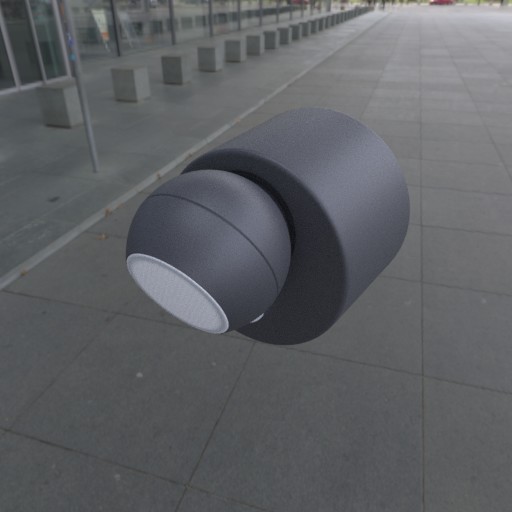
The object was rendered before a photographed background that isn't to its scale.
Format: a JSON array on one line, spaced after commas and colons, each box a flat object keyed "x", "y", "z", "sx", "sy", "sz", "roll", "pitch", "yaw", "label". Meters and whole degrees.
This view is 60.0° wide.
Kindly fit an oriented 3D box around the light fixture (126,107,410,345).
[{"x": 0.000, "y": 0.000, "z": 0.264, "sx": 0.134, "sy": 0.143, "sz": 0.160, "roll": 18, "pitch": 35, "yaw": 28, "label": "light fixture"}]
